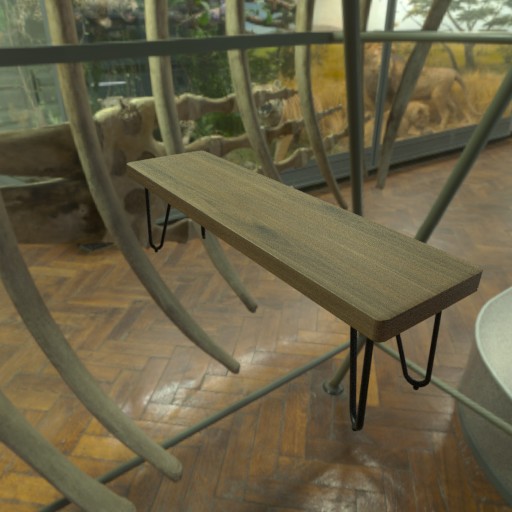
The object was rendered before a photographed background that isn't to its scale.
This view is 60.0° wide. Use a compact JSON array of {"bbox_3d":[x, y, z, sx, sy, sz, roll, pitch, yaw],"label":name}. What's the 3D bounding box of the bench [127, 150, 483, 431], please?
[{"bbox_3d":[0.000,0.000,1.766,0.425,0.462,1.570,-18,33,-31],"label":"bench"}]
